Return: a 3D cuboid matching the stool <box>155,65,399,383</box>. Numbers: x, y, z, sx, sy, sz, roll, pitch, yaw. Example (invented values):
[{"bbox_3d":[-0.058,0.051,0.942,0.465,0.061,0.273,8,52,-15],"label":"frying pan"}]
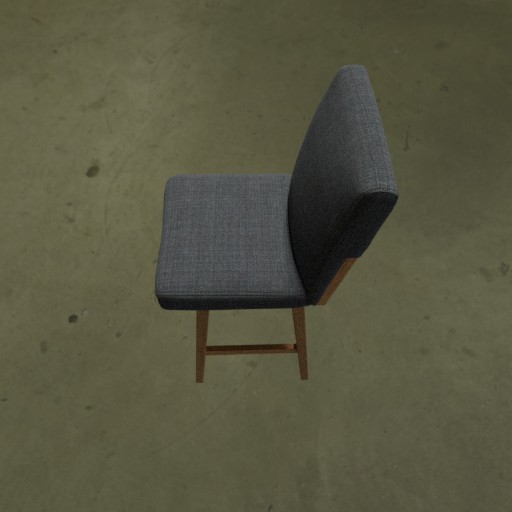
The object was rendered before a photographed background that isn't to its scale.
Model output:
[{"bbox_3d":[0.000,0.000,1.428,0.570,1.112,0.483,-1,58,-1],"label":"stool"}]
